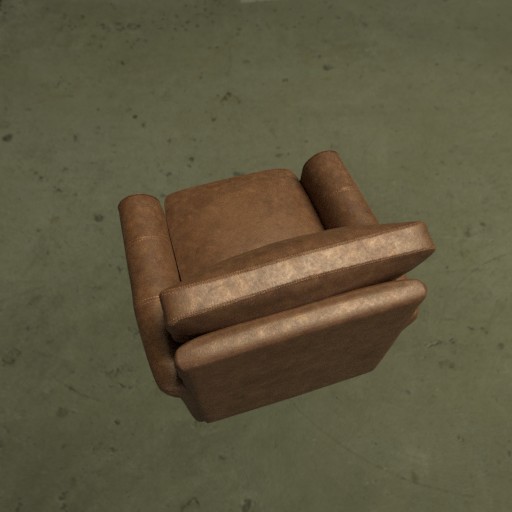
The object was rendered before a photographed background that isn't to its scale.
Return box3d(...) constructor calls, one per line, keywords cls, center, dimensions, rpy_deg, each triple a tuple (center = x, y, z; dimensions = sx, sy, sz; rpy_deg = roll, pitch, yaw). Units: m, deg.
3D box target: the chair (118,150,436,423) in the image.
box3d(cls="chair", center=(0.000, 0.000, 1.799), dimensions=(0.996, 0.976, 1.002), rpy_deg=(-15, 59, -9))
